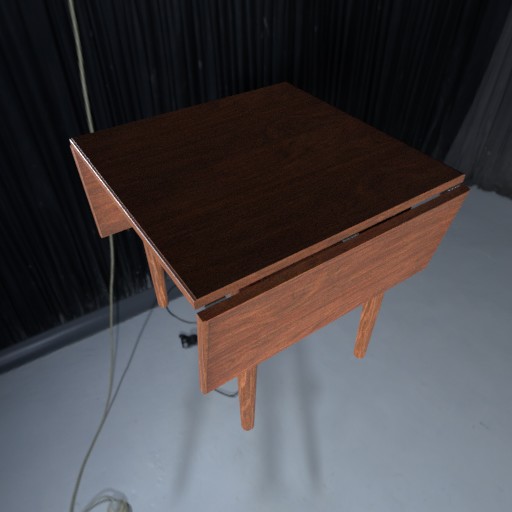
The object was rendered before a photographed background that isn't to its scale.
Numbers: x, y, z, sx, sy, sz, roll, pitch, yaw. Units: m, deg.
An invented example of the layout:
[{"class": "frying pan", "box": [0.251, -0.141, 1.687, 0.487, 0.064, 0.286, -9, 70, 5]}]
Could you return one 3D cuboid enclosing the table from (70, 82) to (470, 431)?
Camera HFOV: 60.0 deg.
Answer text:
[{"class": "table", "box": [0.000, 0.000, 1.501, 0.812, 0.763, 0.843, -24, 47, -25]}]
